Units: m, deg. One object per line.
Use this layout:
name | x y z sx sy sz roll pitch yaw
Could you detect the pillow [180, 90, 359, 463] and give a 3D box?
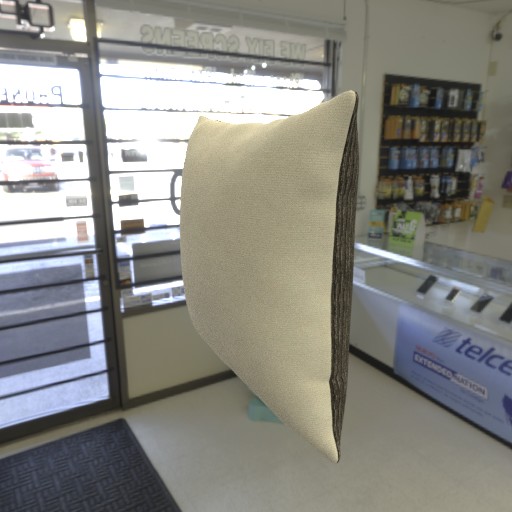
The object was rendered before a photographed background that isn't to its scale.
pillow | 0.000 0.000 0.673 0.196 0.434 0.433 -7 16 -27
